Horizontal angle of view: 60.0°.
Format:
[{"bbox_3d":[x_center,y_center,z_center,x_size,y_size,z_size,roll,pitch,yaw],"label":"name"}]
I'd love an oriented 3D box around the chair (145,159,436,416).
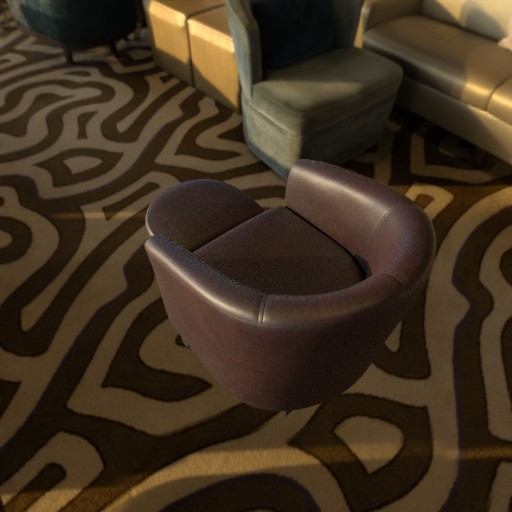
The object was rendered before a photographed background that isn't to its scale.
[{"bbox_3d":[0.000,0.000,1.642,0.737,0.755,1.176,-32,55,-26],"label":"chair"}]
